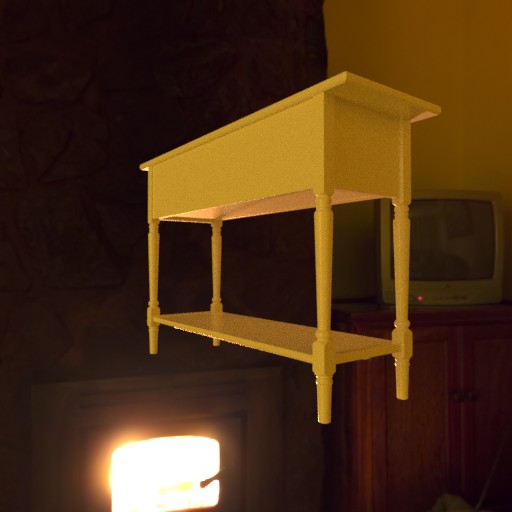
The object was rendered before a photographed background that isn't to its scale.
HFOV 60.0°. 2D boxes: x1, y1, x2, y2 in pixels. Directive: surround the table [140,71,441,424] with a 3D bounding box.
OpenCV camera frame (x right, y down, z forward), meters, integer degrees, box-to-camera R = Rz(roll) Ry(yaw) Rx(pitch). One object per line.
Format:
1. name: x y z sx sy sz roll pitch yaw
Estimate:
1. table: 0.000 0.000 1.573 0.386 0.814 1.191 1 -1 -37
